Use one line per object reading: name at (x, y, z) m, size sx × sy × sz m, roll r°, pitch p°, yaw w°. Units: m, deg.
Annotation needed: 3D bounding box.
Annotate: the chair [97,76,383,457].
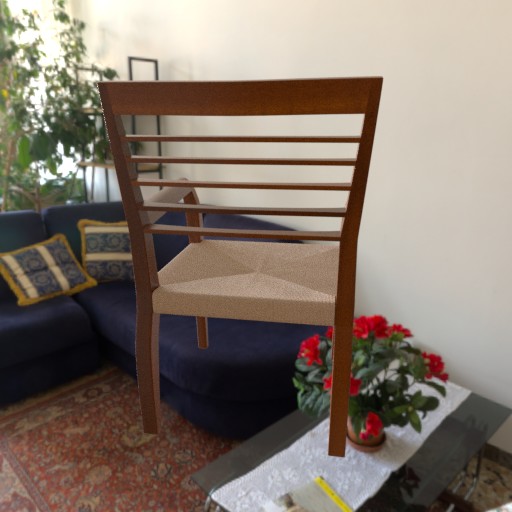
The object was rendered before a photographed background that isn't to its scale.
chair at (0.000, 0.000, 1.203) m, size 0.587 × 0.855 × 0.540 m, roll 3°, pitch 17°, yaw 9°
